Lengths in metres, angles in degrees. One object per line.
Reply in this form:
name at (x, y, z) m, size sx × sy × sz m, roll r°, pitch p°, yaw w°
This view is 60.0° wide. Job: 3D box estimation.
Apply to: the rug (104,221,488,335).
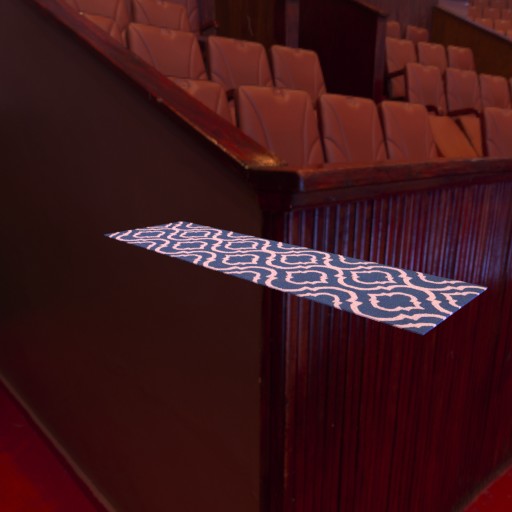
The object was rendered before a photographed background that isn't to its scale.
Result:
rug at (0.000, 0.000, 2.567) m, size 2.296 × 0.006 × 0.685 m, roll 14°, pitch 21°, yaw 42°
